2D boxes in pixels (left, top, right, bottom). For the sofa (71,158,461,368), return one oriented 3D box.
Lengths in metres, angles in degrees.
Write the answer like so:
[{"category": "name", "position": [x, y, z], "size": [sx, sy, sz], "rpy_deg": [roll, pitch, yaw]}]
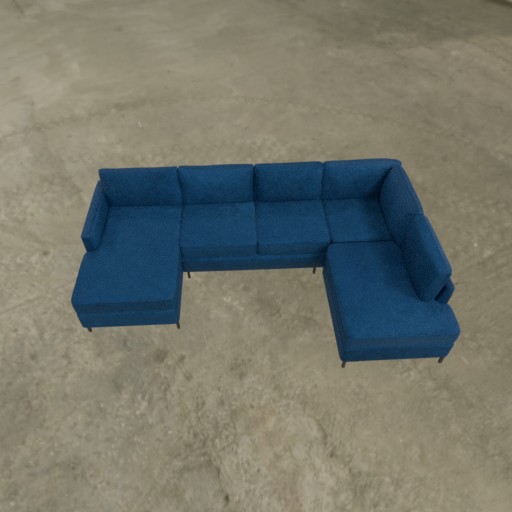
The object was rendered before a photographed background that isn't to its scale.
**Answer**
[{"category": "sofa", "position": [0.000, 0.000, 4.418], "size": [3.434, 0.992, 2.055], "rpy_deg": [-2, 47, -2]}]
